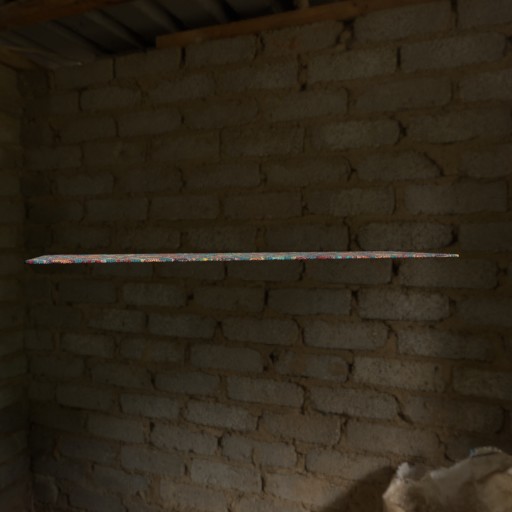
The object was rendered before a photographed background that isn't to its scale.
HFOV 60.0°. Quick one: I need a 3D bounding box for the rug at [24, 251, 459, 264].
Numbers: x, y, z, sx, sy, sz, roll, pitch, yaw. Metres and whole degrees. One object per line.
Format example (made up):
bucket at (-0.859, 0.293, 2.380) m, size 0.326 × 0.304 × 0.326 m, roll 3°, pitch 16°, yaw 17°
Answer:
rug at (0.000, 0.000, 2.538) m, size 2.286 × 0.013 × 0.686 m, roll -1°, pitch 2°, yaw -19°
